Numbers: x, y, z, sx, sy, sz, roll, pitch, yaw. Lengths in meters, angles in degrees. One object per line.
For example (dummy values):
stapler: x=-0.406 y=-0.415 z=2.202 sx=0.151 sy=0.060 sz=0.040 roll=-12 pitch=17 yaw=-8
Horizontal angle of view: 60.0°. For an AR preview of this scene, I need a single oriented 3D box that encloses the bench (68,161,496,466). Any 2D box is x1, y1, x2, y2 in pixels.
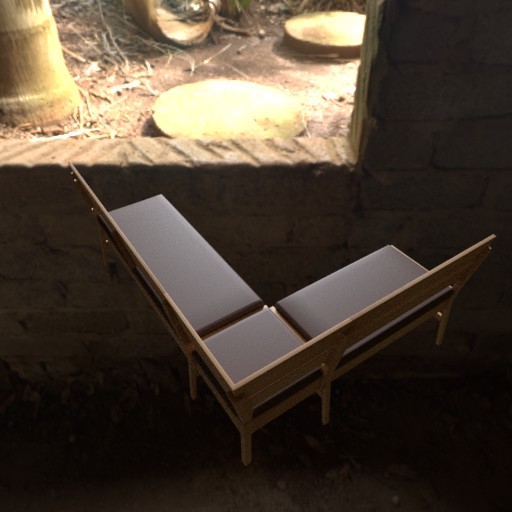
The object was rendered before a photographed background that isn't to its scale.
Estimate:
bench: x=0.000 y=0.000 z=2.763 sx=1.549 sy=0.890 sz=1.975 roll=-25 pitch=47 yaw=-26
